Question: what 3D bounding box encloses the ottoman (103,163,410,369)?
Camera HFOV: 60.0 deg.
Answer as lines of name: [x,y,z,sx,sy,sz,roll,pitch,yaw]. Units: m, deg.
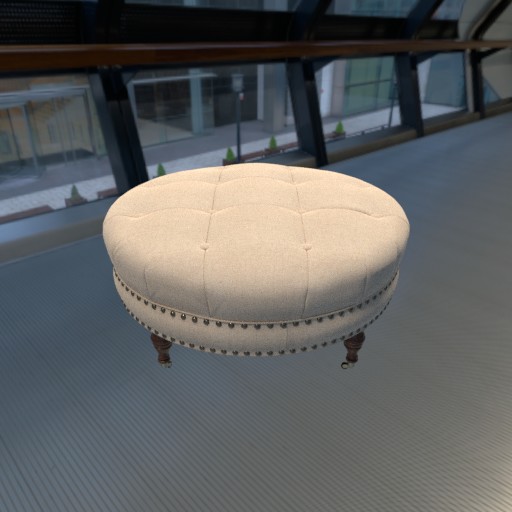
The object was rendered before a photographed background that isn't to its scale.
ottoman: [0.000,0.000,1.488,0.940,0.483,0.940,0,28,0]
